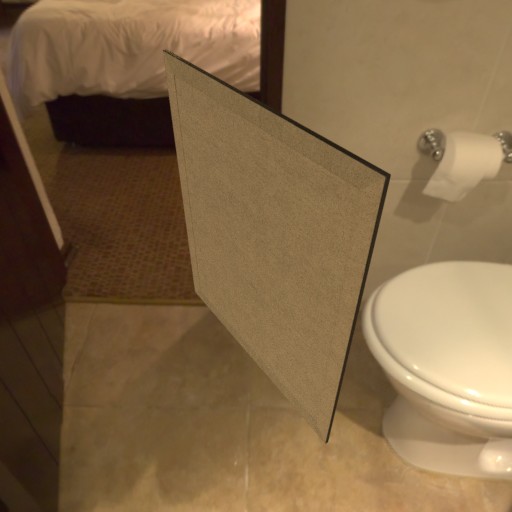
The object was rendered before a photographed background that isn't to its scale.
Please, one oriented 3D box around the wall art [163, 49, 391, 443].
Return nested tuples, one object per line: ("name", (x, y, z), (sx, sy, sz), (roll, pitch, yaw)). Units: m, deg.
("wall art", (0.000, 0.000, 0.620), (0.023, 0.457, 0.381), (-26, 48, -26))
